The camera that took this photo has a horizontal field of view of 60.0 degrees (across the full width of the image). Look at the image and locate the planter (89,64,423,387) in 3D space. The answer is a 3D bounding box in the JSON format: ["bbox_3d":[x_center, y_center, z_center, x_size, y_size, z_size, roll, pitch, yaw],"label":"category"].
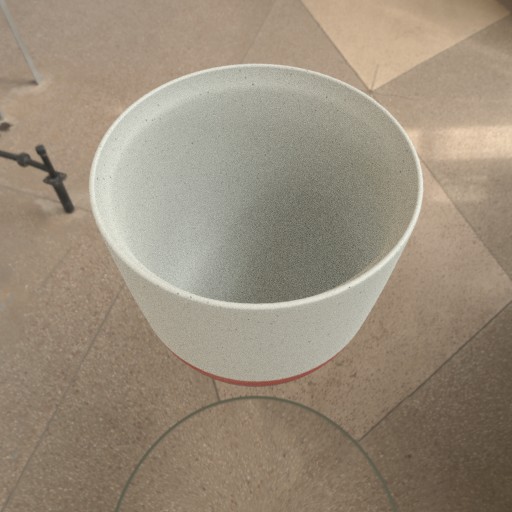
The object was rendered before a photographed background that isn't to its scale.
[{"bbox_3d":[0.000,0.000,0.364,0.204,0.214,0.204,0,57,0],"label":"planter"}]
